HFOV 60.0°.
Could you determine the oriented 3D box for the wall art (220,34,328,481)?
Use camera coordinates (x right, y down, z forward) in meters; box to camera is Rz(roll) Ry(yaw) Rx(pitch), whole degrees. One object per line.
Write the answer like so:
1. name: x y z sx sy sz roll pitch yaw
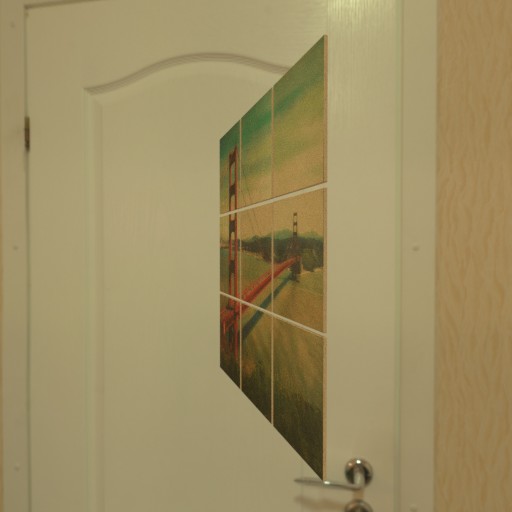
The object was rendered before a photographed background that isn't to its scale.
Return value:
1. wall art: 0.000 0.000 2.218 0.014 1.507 1.519 0 1 -18
